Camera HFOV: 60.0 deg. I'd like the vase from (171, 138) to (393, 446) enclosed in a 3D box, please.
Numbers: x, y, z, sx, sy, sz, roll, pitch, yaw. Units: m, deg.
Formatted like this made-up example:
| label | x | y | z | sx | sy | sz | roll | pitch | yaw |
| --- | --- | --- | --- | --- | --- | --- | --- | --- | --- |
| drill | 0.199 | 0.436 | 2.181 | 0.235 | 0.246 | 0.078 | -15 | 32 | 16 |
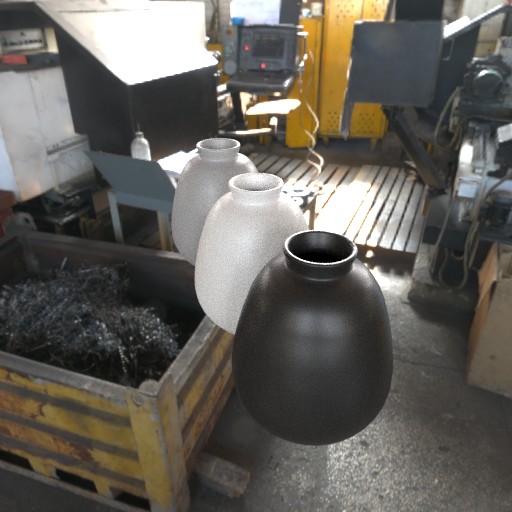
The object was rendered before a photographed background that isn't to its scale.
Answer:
| label | x | y | z | sx | sy | sz | roll | pitch | yaw |
| --- | --- | --- | --- | --- | --- | --- | --- | --- | --- |
| vase | 0.000 | 0.000 | 0.345 | 0.097 | 0.122 | 0.297 | -10 | 32 | -17 |
